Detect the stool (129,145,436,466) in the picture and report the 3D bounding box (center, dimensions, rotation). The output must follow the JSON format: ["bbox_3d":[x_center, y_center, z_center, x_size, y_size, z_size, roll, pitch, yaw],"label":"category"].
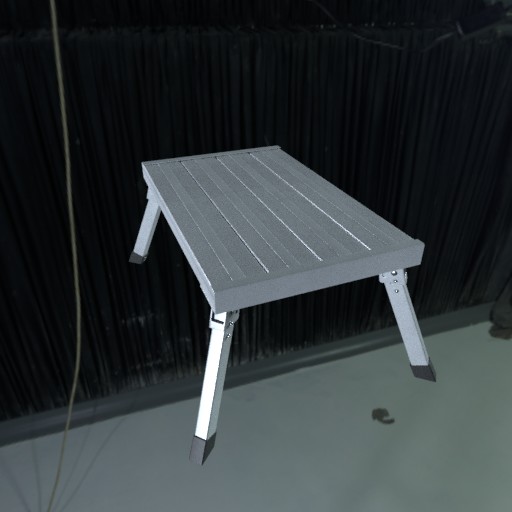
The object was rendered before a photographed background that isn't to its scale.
[{"bbox_3d":[0.000,0.000,0.758,0.385,0.225,0.535,-12,33,-19],"label":"stool"}]
